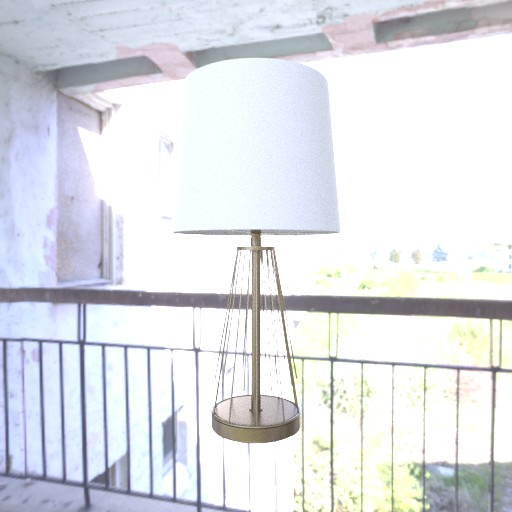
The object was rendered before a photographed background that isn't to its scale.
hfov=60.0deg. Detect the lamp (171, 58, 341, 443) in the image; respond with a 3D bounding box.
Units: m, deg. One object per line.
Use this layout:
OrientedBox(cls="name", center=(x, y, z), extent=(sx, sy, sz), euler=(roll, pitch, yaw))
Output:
OrientedBox(cls="lamp", center=(0.000, 0.000, 0.807), extent=(0.303, 0.618, 0.303), euler=(0, 1, 0))
